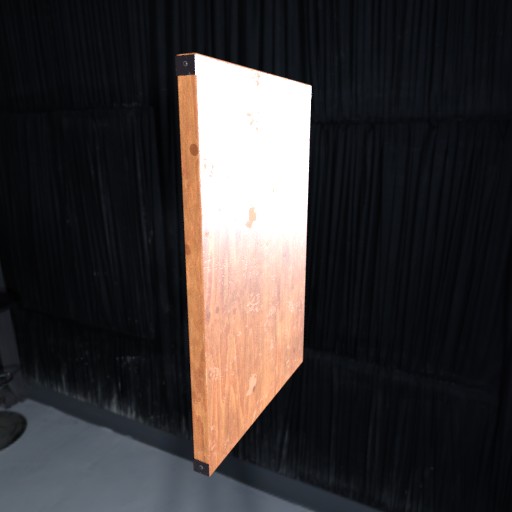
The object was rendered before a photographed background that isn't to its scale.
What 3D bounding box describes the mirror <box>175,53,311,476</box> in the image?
[{"bbox_3d":[0.000,0.000,0.994,0.053,0.761,0.517,7,17,25],"label":"mirror"}]
